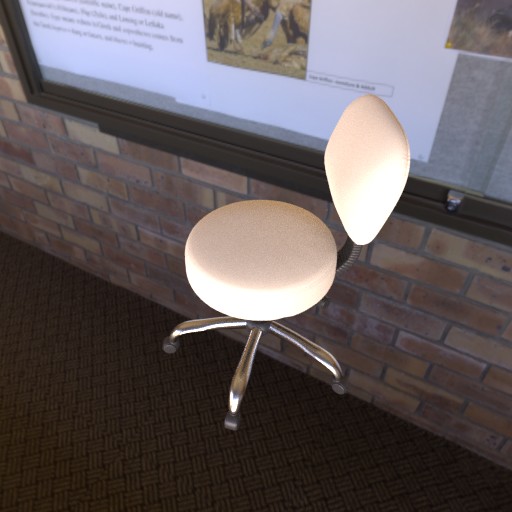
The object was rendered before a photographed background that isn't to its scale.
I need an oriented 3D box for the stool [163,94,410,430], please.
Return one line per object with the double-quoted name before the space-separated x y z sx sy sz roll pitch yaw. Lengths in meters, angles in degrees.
"stool" 0.000 0.000 1.228 0.616 0.810 0.609 -1 41 -2
